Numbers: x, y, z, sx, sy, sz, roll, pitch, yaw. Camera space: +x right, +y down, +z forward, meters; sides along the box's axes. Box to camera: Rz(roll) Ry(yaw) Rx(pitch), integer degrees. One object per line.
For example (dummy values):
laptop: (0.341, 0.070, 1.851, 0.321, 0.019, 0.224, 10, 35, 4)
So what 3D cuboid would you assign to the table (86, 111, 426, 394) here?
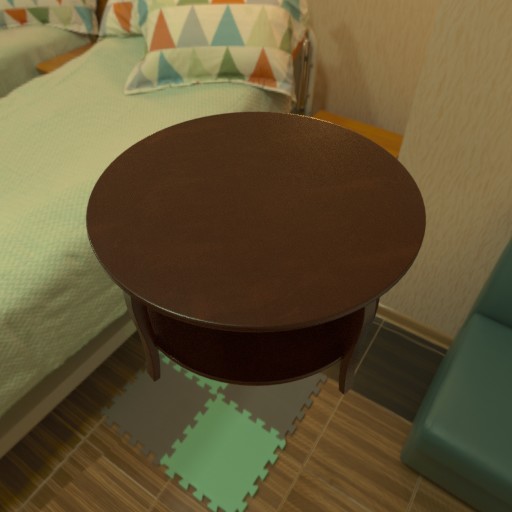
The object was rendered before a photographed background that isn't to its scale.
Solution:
table: (0.000, 0.000, 1.409, 0.911, 0.512, 0.911, 0, 46, 0)
